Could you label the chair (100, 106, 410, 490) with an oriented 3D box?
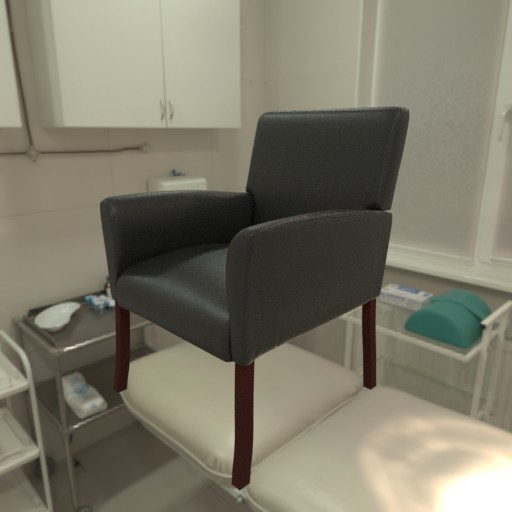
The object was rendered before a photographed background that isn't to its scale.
[{"bbox_3d":[0.000,0.000,1.474,0.683,0.951,0.772,15,22,42],"label":"chair"}]
